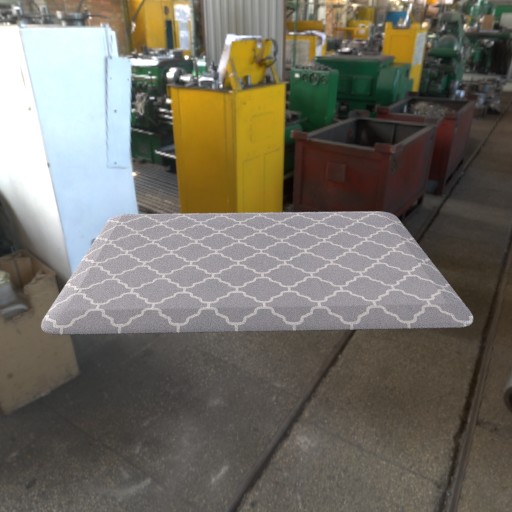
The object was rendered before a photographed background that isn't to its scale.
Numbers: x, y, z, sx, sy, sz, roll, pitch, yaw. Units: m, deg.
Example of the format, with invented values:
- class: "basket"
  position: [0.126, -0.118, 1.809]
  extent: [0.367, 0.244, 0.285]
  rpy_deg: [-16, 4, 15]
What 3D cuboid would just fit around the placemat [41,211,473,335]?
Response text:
- class: "placemat"
  position: [0.000, 0.000, 0.974]
  extent: [0.762, 0.021, 0.508]
  rpy_deg: [-1, 28, -1]
